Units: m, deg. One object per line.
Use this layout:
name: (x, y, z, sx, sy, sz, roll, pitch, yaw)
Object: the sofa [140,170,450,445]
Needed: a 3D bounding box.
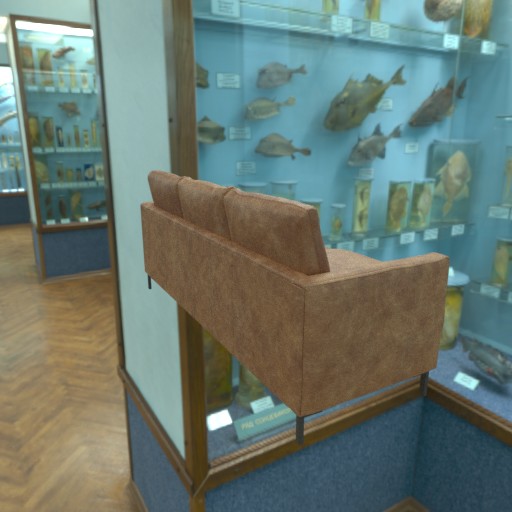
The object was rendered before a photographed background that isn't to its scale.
sofa: (0.000, 0.000, 2.470, 0.748, 0.863, 2.029, -8, 17, -28)
